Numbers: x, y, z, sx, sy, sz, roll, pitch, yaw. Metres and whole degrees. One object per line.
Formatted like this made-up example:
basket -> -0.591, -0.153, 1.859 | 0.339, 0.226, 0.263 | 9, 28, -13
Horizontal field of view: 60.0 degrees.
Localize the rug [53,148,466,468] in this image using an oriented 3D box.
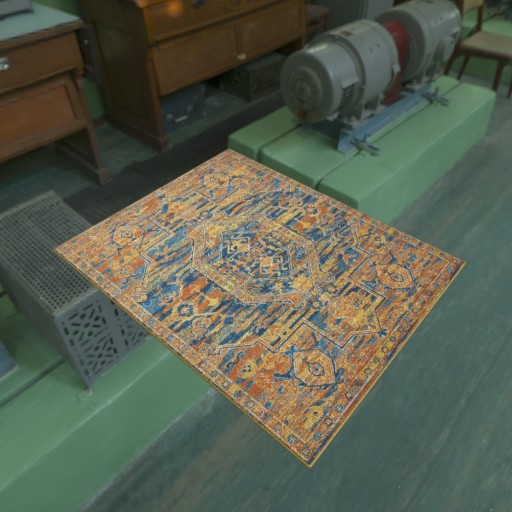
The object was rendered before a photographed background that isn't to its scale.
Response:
rug -> 0.000, 0.000, 4.162 | 3.040, 0.031, 2.435 | 32, 52, 28
